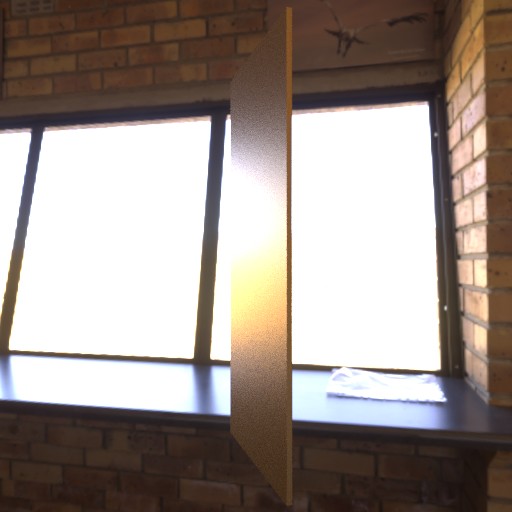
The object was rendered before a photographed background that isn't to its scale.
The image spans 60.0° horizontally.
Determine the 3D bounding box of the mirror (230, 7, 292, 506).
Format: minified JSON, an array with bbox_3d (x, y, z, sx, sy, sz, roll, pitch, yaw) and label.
[{"bbox_3d":[0.000,0.000,2.191,0.025,2.031,0.812,0,-1,-20],"label":"mirror"}]
